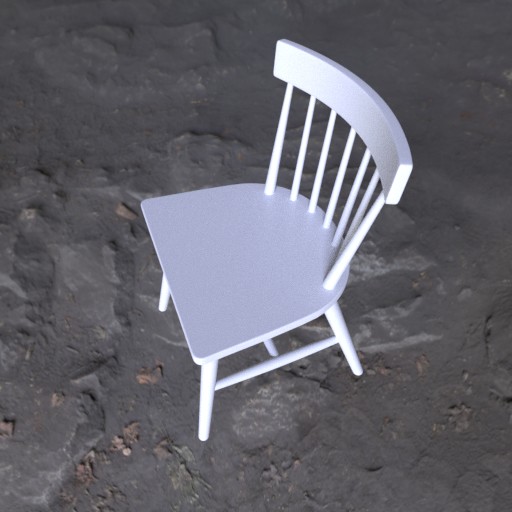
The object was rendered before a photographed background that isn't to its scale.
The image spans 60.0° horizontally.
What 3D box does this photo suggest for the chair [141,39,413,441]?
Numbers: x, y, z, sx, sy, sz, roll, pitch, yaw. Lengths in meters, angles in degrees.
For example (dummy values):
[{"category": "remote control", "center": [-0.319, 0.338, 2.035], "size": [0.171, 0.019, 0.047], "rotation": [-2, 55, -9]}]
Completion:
[{"category": "chair", "center": [0.000, 0.000, 1.066], "size": [0.500, 0.787, 0.483], "rotation": [-17, 51, -14]}]
